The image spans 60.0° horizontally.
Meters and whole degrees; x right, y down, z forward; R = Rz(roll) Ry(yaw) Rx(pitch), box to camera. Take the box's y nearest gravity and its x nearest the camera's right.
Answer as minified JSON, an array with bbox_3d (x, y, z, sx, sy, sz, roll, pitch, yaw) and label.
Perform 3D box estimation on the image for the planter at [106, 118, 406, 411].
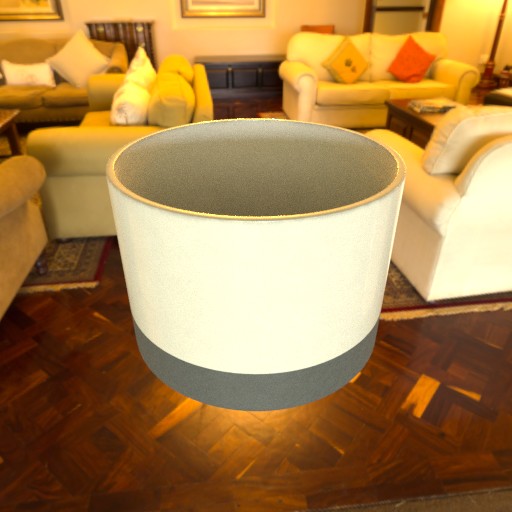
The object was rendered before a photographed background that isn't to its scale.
[{"bbox_3d":[0.000,0.000,0.224,0.128,0.105,0.128,0,31,0],"label":"planter"}]
